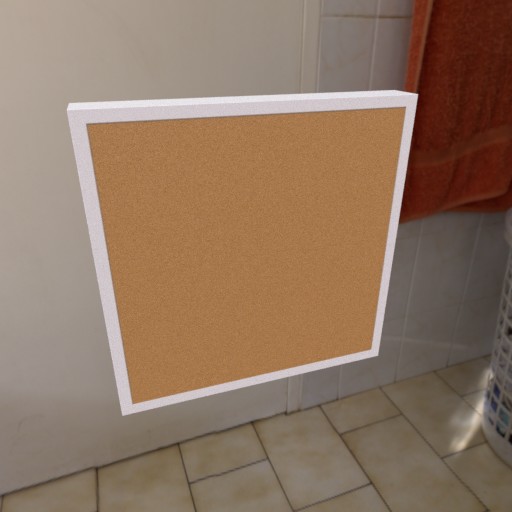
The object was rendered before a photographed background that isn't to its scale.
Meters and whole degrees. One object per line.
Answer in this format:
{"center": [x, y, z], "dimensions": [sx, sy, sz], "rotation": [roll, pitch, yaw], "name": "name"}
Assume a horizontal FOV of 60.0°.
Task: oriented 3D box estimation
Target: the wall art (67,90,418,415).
{"center": [0.000, 0.000, 0.451], "dimensions": [0.305, 0.305, 0.038], "rotation": [-8, 28, -17], "name": "wall art"}
